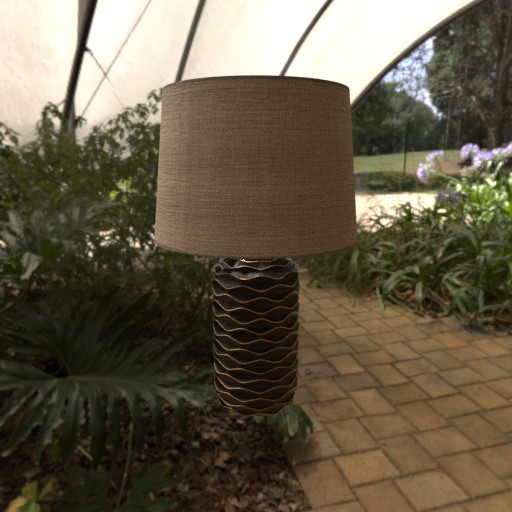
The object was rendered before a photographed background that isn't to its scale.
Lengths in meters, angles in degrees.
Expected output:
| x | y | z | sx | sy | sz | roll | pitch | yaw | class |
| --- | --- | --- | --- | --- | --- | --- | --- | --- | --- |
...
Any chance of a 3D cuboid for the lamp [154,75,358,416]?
| x | y | z | sx | sy | sz | roll | pitch | yaw | class |
| --- | --- | --- | --- | --- | --- | --- | --- | --- | --- |
| 0.000 | 0.000 | 0.847 | 0.376 | 0.594 | 0.376 | 0 | 12 | 0 | lamp |
